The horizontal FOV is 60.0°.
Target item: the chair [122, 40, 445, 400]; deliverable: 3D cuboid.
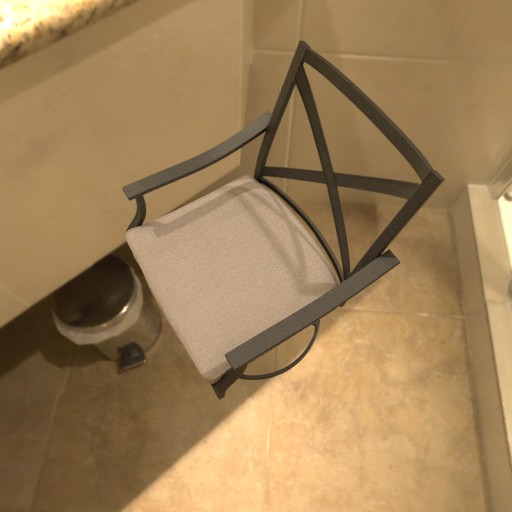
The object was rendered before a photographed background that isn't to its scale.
[{"bbox_3d":[0.000,0.000,1.301,0.620,0.889,0.575,-30,67,-14],"label":"chair"}]
